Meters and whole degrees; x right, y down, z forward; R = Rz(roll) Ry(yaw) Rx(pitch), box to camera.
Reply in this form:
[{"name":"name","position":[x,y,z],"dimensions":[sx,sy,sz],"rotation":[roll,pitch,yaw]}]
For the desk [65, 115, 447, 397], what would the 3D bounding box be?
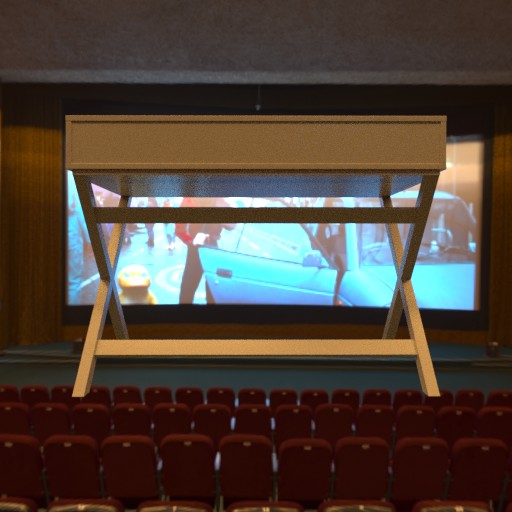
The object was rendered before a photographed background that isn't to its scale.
[{"name":"desk","position":[0.000,0.000,1.483],"dimensions":[1.059,0.780,0.509],"rotation":[0,0,0]}]
